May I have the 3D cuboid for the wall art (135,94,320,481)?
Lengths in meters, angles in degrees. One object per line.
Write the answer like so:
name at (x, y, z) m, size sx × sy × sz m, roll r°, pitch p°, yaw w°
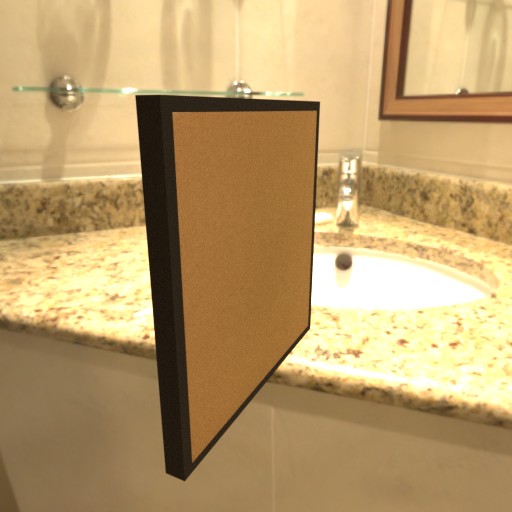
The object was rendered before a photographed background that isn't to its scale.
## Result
wall art at (0.000, 0.000, 0.761) m, size 0.033 × 0.507 × 0.508 m, roll 9°, pitch 20°, yaw 25°
